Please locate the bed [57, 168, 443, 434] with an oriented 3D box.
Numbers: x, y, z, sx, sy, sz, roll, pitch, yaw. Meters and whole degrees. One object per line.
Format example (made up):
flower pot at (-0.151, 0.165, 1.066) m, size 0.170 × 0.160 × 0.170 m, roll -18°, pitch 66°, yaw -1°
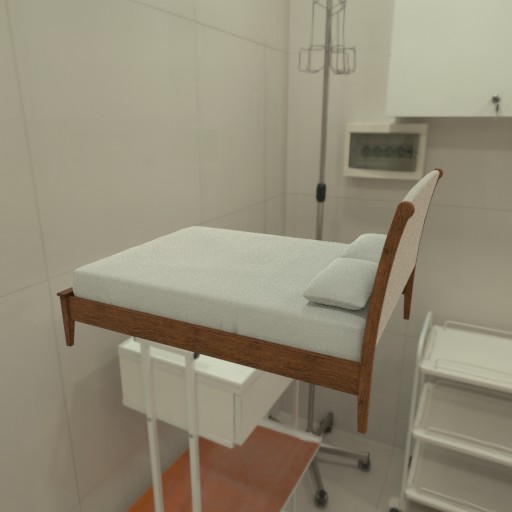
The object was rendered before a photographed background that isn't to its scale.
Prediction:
bed at (0.000, 0.000, 2.976) m, size 2.108 × 1.135 × 1.502 m, roll 8°, pitch 19°, yaw 25°
